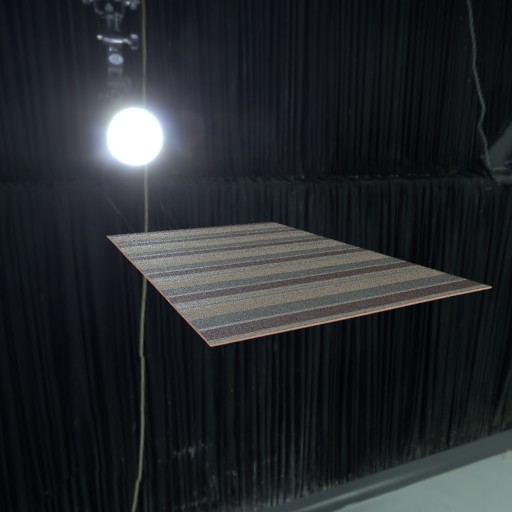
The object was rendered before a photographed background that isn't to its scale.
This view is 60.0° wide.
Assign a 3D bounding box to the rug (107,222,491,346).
[{"bbox_3d":[0.000,0.000,2.322,1.219,0.008,1.829,-7,15,-26],"label":"rug"}]
